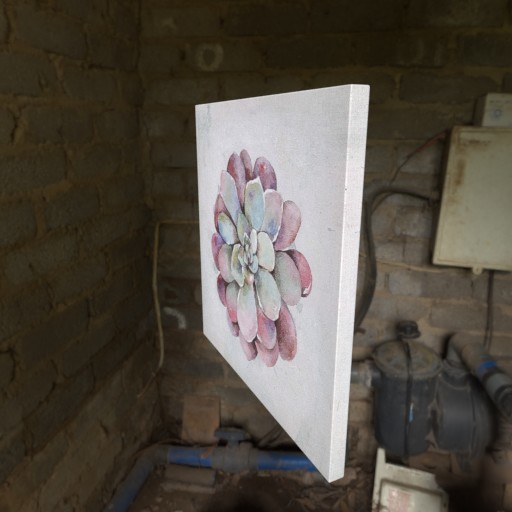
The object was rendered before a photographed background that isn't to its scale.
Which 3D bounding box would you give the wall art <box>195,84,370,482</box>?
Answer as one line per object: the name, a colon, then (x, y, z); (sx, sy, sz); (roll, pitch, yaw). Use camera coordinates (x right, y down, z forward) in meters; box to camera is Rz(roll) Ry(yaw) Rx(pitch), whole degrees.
wall art: (0.000, 0.000, 1.135); (0.041, 0.762, 0.762); (-8, 18, -25)
